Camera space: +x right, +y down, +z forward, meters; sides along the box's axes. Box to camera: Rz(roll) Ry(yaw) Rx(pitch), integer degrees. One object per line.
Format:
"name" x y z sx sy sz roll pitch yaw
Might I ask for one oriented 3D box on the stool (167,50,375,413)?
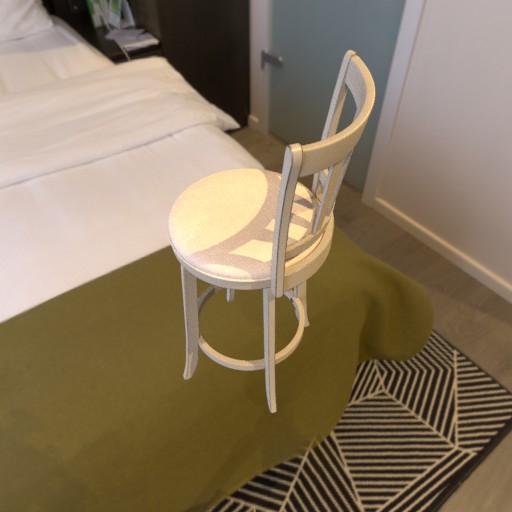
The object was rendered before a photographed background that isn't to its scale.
"stool" 0.000 0.000 1.271 0.475 1.042 0.436 16 49 15
